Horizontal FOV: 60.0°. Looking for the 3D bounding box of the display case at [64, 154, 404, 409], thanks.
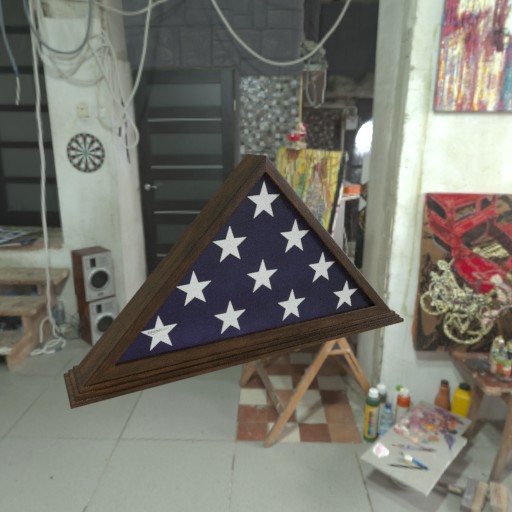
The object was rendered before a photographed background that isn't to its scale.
[{"bbox_3d":[0.000,0.000,0.763,0.640,0.340,0.095,-8,17,-27],"label":"display case"}]
